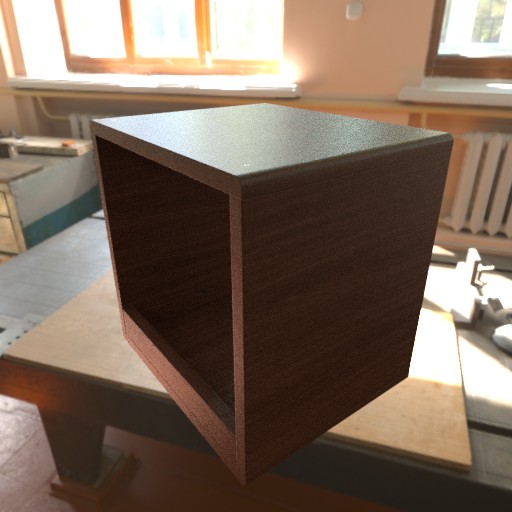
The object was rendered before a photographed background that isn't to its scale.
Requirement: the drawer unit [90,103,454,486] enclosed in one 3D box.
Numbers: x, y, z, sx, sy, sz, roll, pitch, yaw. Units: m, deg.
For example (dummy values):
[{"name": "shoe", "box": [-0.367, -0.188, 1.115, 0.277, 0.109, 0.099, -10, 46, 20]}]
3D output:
[{"name": "drawer unit", "box": [0.000, 0.000, 0.615, 0.290, 0.351, 0.349, -18, 31, -33]}]
